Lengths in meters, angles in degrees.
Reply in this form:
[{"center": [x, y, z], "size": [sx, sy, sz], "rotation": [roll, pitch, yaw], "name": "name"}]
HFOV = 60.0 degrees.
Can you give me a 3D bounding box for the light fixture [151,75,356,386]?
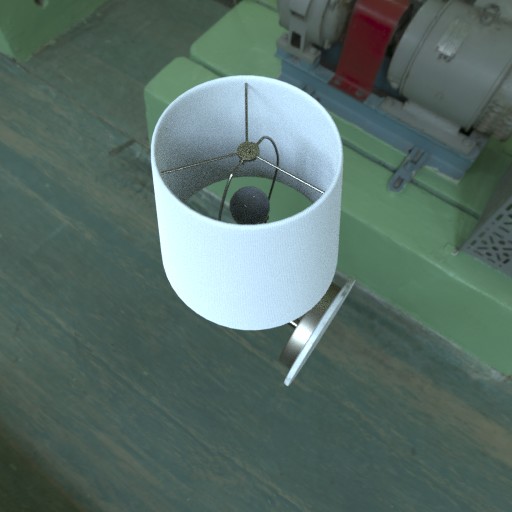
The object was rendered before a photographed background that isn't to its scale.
[{"center": [0.000, 0.000, 0.446], "size": [0.188, 0.337, 0.168], "rotation": [32, 69, 14], "name": "light fixture"}]
